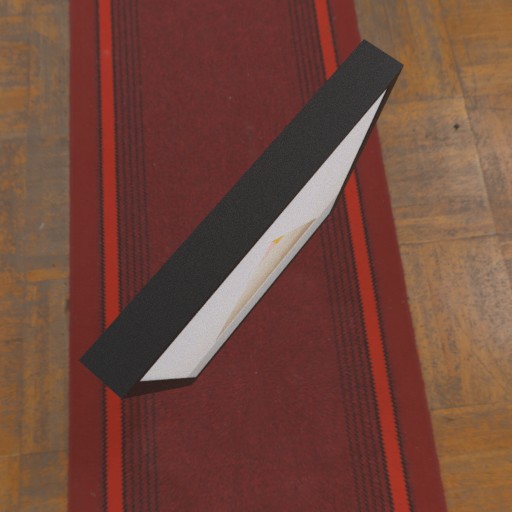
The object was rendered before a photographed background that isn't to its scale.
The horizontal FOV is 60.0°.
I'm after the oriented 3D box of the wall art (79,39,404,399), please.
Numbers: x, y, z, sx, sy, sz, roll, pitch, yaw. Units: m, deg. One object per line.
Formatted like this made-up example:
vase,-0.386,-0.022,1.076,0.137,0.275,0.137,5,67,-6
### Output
wall art,0.000,0.000,0.448,0.037,0.303,0.304,38,78,9
